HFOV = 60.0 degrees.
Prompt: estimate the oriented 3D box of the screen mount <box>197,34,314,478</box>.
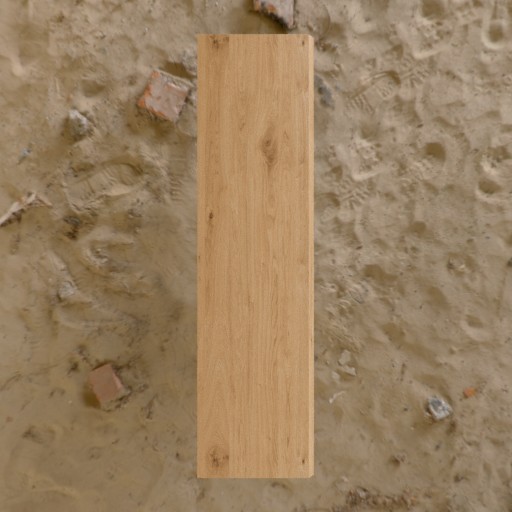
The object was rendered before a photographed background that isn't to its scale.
[{"bbox_3d":[0.000,0.000,1.912,0.450,0.430,1.700,0,90,0],"label":"screen mount"}]
